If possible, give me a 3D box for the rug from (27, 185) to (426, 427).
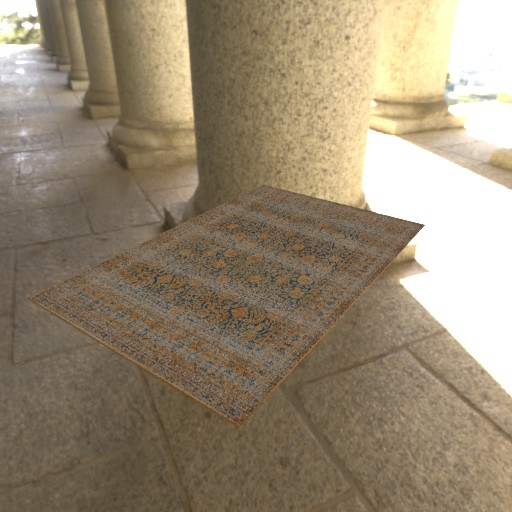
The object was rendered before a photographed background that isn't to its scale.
[{"bbox_3d":[0.000,0.000,2.957,1.525,0.007,2.336,19,34,31],"label":"rug"}]
